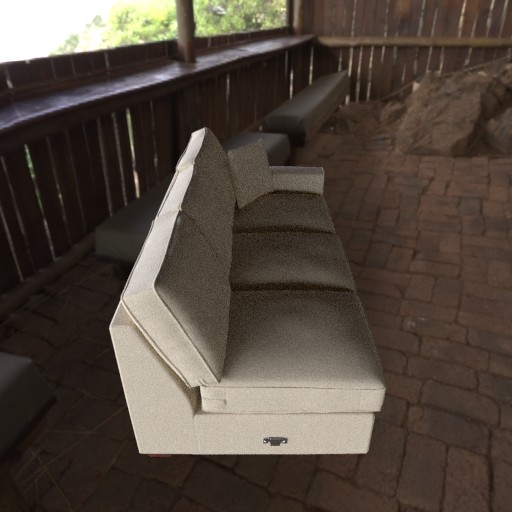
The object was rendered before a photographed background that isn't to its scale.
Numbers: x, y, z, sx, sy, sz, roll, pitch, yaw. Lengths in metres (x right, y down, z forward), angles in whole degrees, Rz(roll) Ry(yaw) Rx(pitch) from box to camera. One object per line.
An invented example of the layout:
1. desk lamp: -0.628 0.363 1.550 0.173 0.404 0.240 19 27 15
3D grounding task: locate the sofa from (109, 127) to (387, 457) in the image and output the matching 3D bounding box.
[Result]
1. sofa: 0.000 0.000 2.504 1.034 0.946 1.963 0 31 0
